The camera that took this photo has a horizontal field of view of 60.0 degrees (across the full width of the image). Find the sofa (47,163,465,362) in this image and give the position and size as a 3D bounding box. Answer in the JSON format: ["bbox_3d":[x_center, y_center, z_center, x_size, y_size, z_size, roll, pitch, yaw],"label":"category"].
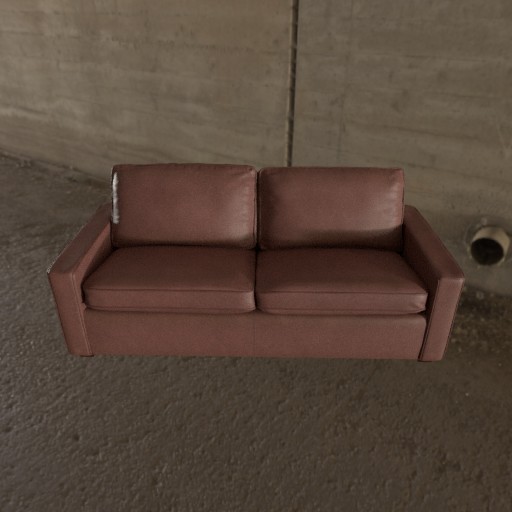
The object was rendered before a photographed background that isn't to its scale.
[{"bbox_3d":[0.000,0.000,2.601,2.080,0.919,0.940,1,30,1],"label":"sofa"}]
